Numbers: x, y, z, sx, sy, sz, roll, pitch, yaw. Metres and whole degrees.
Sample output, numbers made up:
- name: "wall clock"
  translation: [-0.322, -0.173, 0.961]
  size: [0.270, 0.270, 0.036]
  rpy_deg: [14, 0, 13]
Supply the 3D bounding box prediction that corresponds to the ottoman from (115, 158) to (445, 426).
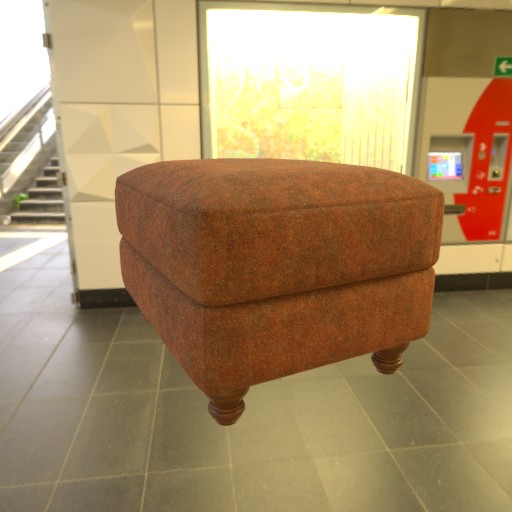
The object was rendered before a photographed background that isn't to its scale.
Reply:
- name: "ottoman"
  translation: [0.000, 0.000, 1.199]
  size: [0.635, 0.508, 0.787]
  rpy_deg: [-8, 17, -26]
